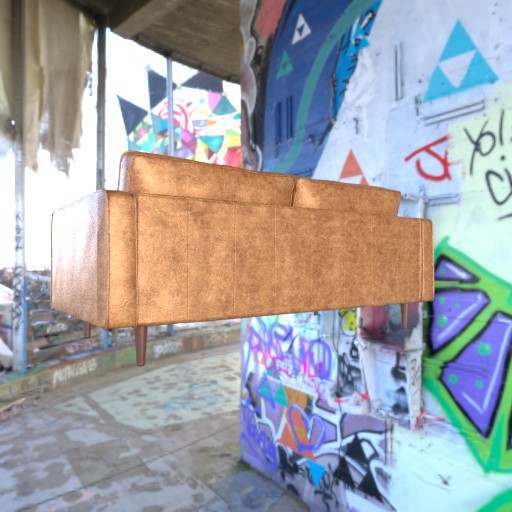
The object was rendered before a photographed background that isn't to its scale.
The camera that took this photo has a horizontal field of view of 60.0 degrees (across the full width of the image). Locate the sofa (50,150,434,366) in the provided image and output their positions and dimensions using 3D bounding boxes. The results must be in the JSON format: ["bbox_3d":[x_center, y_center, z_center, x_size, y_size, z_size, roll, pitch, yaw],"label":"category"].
[{"bbox_3d":[0.000,0.000,2.393,1.920,0.825,0.924,0,-1,-35],"label":"sofa"}]
